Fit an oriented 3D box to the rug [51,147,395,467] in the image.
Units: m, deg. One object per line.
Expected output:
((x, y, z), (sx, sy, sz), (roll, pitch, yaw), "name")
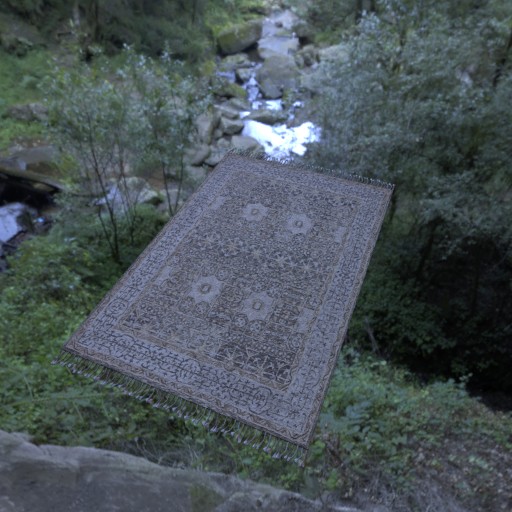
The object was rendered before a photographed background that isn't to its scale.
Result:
((0.000, 0.000, 2.546), (1.237, 0.010, 2.029), (16, 47, 16), "rug")
